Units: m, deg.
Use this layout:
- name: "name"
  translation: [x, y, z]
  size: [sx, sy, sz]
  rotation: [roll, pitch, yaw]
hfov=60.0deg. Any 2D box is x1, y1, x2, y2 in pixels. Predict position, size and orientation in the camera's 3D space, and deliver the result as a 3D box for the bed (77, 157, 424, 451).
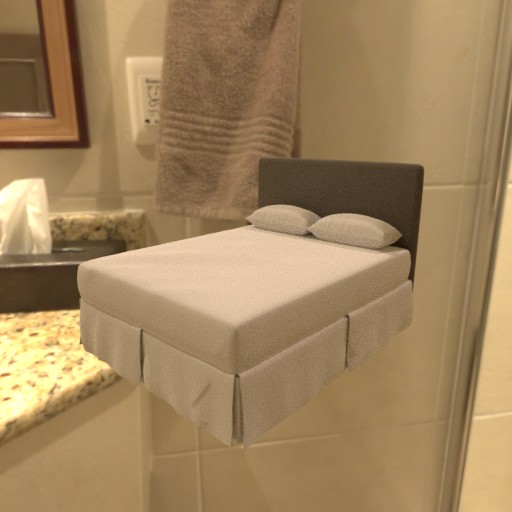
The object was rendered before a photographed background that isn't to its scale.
- name: "bed"
  translation: [0.000, 0.000, 3.316]
  size: [1.723, 1.330, 2.142]
  rotation: [14, 20, 40]
